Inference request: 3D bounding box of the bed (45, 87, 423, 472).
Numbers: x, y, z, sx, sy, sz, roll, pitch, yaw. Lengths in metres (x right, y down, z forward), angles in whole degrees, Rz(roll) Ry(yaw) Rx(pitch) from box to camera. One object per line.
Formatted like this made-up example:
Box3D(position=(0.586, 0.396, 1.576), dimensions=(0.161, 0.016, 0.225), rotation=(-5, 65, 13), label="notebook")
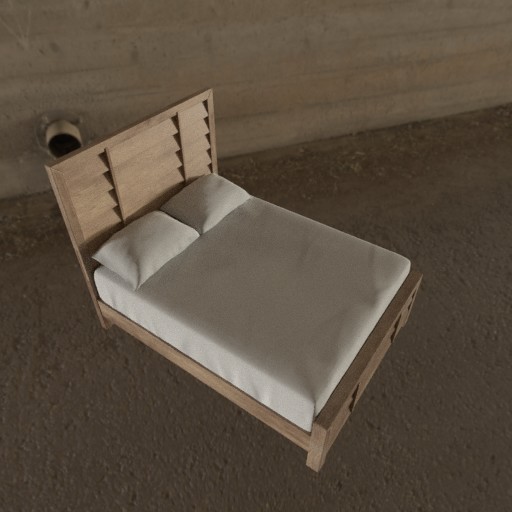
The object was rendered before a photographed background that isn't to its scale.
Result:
Box3D(position=(0.000, 0.000, 3.416), dimensions=(2.197, 1.626, 1.626), rotation=(25, 47, 26), label="bed")
